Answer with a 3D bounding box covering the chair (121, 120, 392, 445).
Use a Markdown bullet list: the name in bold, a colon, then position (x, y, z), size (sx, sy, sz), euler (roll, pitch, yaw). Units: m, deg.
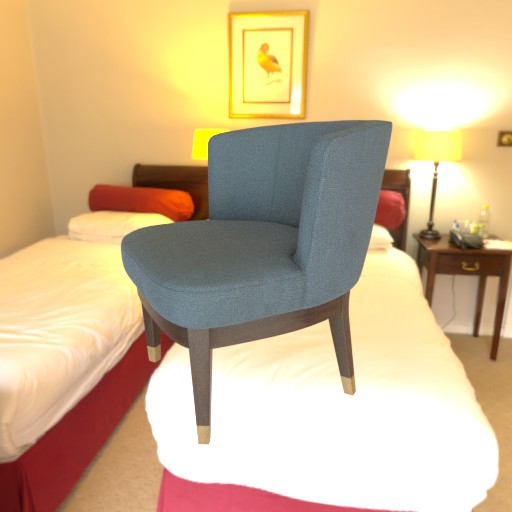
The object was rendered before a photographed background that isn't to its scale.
- **chair**: position (0.000, 0.000, 1.285), size (0.702, 0.760, 0.661), euler (-8, 18, -26)
